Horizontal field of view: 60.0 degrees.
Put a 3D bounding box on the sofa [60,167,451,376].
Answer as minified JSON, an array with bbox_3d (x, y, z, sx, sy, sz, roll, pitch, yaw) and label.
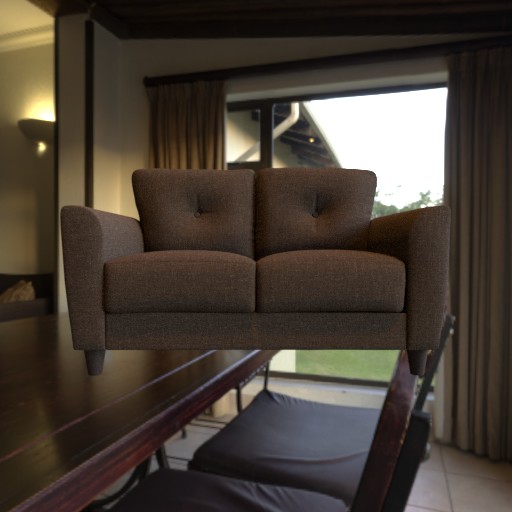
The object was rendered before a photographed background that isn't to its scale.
[{"bbox_3d":[0.000,0.000,2.006,1.423,0.885,0.851,0,1,0],"label":"sofa"}]
